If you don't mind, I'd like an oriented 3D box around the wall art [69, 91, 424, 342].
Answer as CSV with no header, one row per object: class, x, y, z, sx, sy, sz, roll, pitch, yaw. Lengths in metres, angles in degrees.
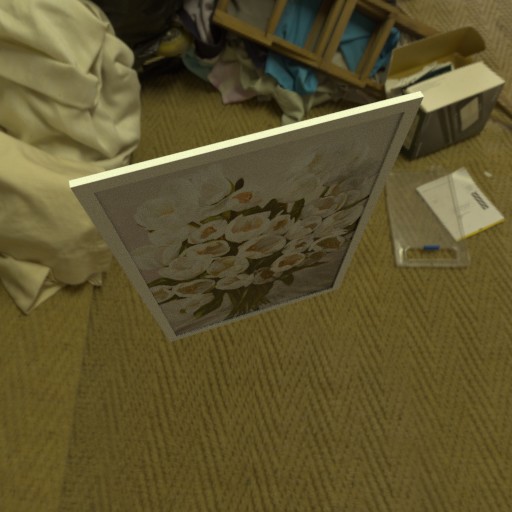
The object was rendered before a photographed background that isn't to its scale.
wall art,0.000,0.000,1.223,0.660,0.965,0.015,-16,65,-8
